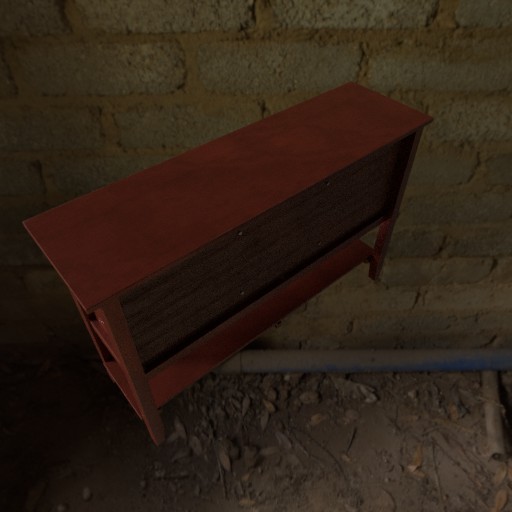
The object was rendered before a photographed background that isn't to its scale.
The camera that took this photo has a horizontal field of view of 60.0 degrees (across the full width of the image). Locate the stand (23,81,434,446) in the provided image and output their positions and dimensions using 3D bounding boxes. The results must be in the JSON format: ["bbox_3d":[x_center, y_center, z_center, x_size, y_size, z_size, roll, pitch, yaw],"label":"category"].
[{"bbox_3d":[0.000,0.000,1.737,1.362,0.872,0.410,-31,53,-27],"label":"stand"}]
